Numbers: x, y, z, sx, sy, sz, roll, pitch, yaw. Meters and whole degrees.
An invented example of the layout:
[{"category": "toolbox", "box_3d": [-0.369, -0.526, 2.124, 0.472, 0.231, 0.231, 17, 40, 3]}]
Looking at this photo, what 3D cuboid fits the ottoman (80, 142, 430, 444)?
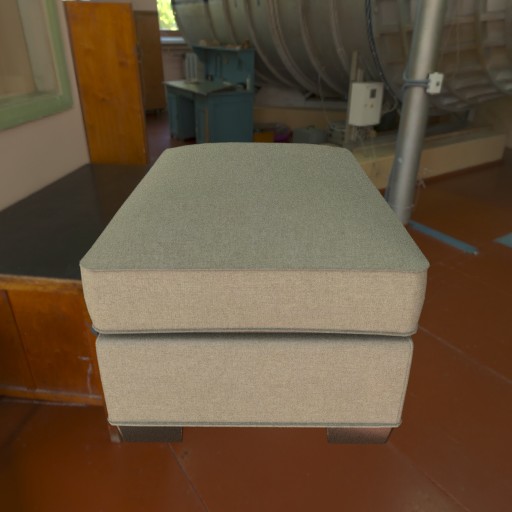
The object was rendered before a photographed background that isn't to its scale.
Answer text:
[{"category": "ottoman", "box_3d": [0.000, 0.000, 1.206, 0.619, 0.504, 0.843, 0, 28, 0]}]
